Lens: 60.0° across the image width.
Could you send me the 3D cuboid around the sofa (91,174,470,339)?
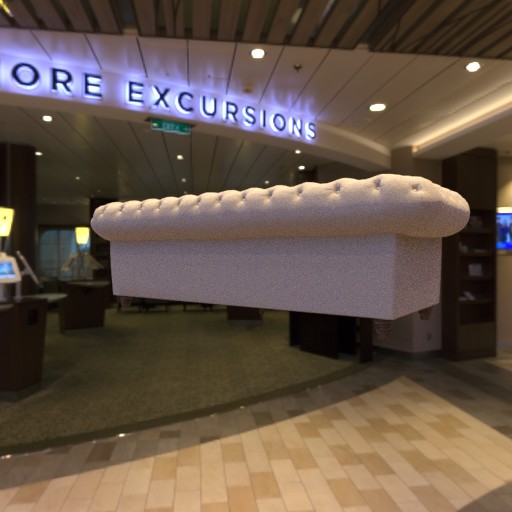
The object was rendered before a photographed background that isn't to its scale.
[{"bbox_3d":[0.000,0.000,3.174,2.694,0.847,1.076,0,1,36],"label":"sofa"}]
